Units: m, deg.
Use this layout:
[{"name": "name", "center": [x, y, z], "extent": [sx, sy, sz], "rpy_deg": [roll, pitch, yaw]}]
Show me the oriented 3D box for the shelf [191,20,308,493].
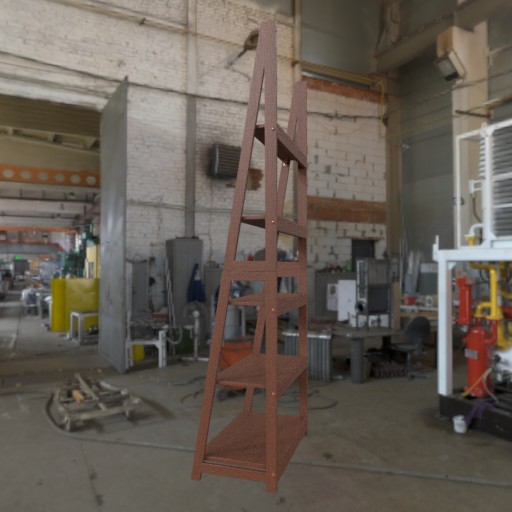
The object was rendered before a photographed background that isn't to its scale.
[{"name": "shelf", "center": [0.000, 0.000, 1.993], "extent": [0.350, 1.770, 0.600], "rpy_deg": [0, -1, 18]}]
